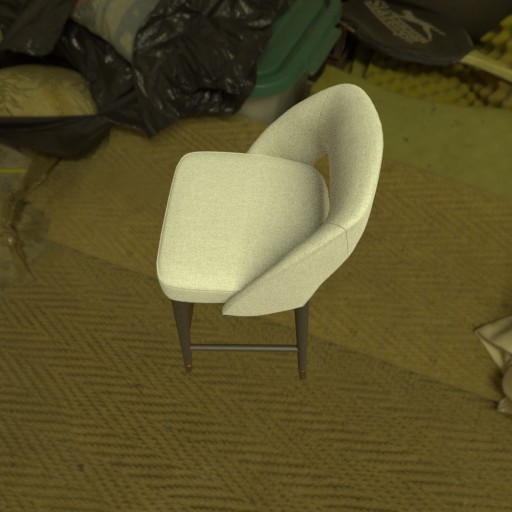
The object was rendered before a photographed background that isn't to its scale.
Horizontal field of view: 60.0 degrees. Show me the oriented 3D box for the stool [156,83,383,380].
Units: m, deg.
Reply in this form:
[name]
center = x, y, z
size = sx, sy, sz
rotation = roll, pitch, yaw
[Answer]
[stool]
center = 0.000, 0.000, 1.335
size = 0.509, 1.037, 0.494
rotation = 3, 60, 2
